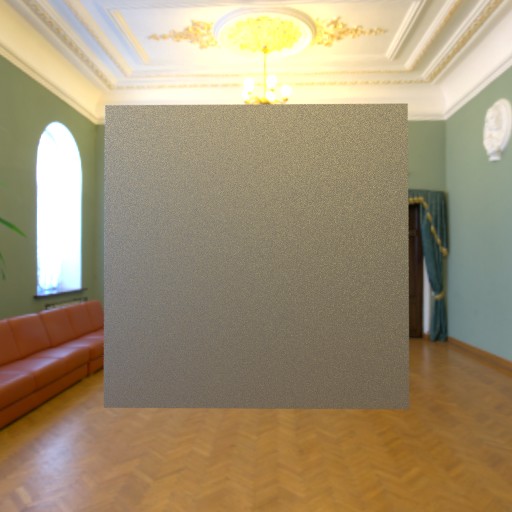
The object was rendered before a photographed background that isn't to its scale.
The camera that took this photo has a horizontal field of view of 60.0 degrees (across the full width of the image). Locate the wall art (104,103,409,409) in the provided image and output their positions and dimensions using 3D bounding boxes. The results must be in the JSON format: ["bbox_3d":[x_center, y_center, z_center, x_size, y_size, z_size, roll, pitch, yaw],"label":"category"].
[{"bbox_3d":[0.000,0.000,0.528,0.350,0.350,0.038,0,-1,1],"label":"wall art"}]
